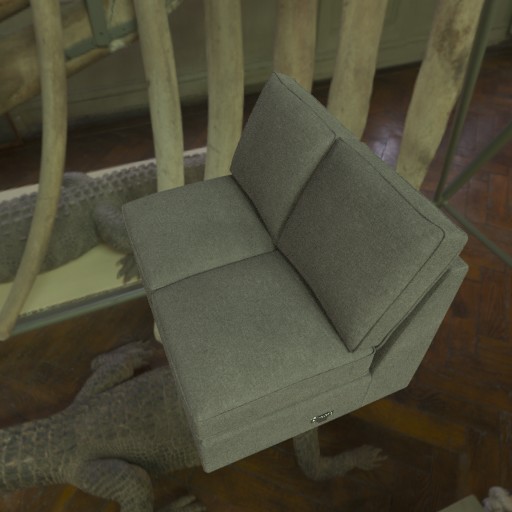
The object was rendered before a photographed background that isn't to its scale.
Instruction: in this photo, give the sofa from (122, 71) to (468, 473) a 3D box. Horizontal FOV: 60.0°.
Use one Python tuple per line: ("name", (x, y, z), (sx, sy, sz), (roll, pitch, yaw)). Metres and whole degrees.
("sofa", (0.000, 0.000, 1.891), (0.951, 1.008, 1.237), (-17, 48, -16))
